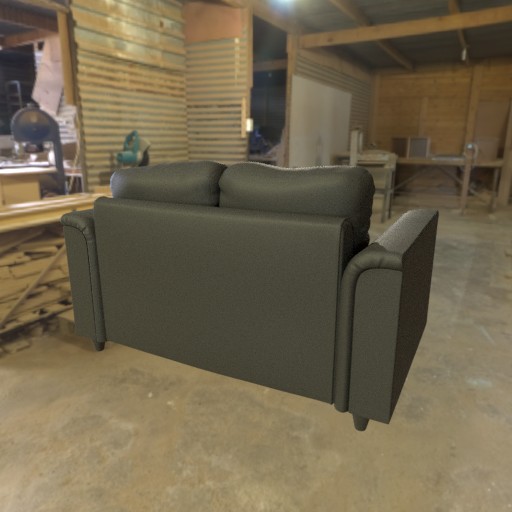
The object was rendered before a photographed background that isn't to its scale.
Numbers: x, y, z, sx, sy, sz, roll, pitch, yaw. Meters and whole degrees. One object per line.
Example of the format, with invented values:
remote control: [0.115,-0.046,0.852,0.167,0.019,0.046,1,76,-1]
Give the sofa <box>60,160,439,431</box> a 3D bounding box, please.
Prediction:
sofa: [0.000,0.000,1.957,1.386,0.845,0.887,8,17,27]
